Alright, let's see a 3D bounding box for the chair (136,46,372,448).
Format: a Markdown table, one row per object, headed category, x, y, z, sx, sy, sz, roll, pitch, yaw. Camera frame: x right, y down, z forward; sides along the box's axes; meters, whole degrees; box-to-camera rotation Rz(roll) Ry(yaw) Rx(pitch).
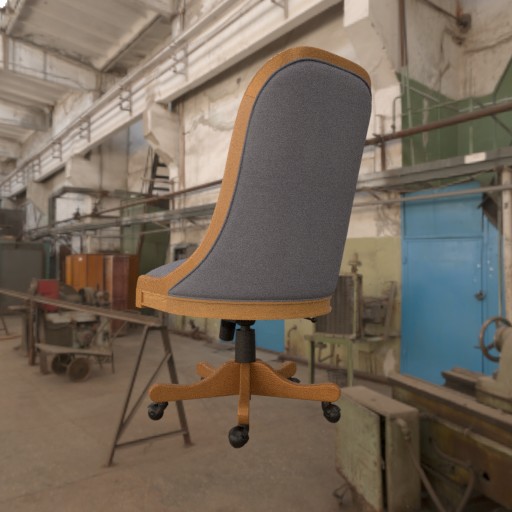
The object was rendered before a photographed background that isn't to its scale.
| category | x | y | z | sx | sy | sz | roll | pitch | yaw |
| --- | --- | --- | --- | --- | --- | --- | --- | --- | --- |
| chair | 0.000 | 0.000 | 1.433 | 0.605 | 1.031 | 0.735 | 1 | -2 | -36 |
